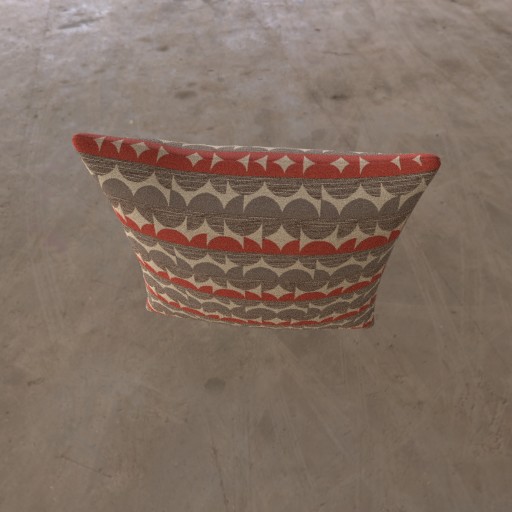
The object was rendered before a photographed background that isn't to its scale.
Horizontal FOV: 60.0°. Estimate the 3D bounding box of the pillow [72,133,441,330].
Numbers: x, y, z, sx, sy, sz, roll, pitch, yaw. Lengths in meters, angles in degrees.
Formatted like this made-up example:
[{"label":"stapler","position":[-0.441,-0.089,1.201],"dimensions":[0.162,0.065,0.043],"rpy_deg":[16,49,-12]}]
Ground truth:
[{"label":"pillow","position":[0.000,0.000,0.653],"dimensions":[0.420,0.410,0.180],"rpy_deg":[4,47,4]}]
